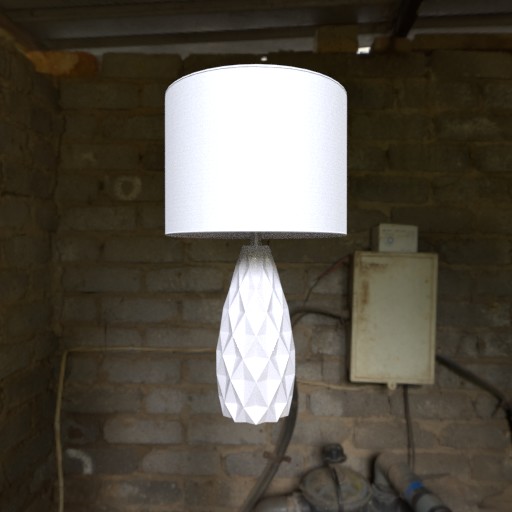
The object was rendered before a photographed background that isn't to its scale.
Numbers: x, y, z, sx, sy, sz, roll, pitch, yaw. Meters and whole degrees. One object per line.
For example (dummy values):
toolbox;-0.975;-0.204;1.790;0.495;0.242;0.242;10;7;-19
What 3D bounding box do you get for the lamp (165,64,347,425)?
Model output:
lamp;0.000;0.000;0.741;0.297;0.522;0.297;0;0;0
